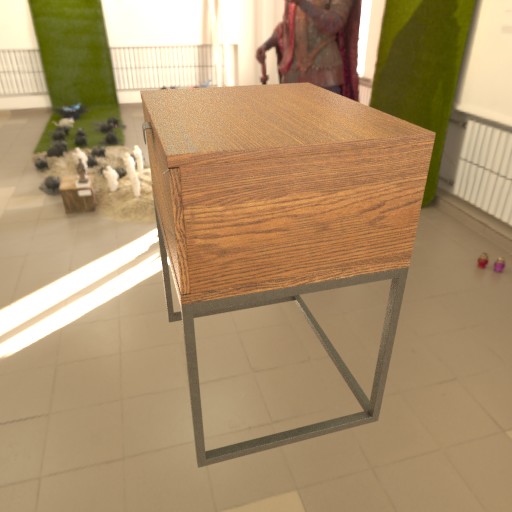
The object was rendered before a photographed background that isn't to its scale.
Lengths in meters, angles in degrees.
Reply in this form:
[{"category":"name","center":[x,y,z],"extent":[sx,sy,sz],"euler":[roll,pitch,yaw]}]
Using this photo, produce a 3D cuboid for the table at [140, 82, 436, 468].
[{"category":"table","center":[0.000,0.000,0.942],"extent":[0.400,0.610,0.482],"euler":[-8,31,-14]}]
